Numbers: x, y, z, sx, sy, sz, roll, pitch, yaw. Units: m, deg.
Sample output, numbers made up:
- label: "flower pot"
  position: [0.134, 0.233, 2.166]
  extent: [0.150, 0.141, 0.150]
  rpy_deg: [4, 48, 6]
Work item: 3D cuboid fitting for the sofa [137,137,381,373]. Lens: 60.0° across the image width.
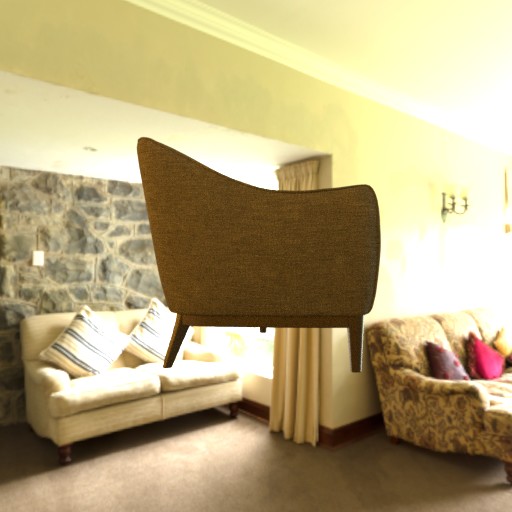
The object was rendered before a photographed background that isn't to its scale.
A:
- label: "sofa"
  position: [0.000, 0.000, 2.401]
  extent: [0.867, 0.829, 1.928]
  rpy_deg: [0, -1, 1]
